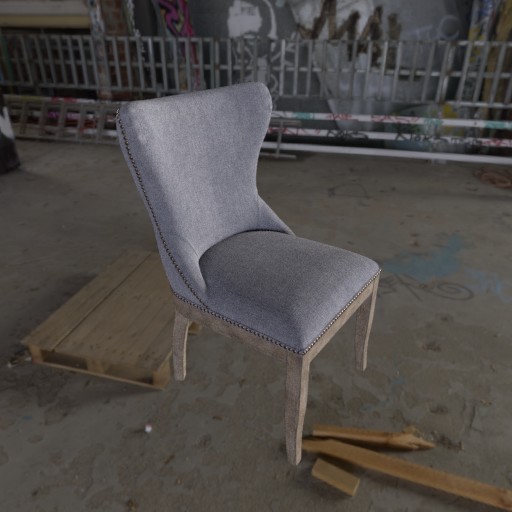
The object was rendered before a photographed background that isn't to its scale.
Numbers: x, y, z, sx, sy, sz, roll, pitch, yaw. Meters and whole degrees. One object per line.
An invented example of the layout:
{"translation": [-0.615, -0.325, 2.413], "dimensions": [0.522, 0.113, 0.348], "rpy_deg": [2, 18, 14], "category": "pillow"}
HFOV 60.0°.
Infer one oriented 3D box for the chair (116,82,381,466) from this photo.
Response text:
{"translation": [0.000, 0.000, 1.466], "dimensions": [0.681, 1.002, 0.654], "rpy_deg": [18, 33, 31], "category": "chair"}
